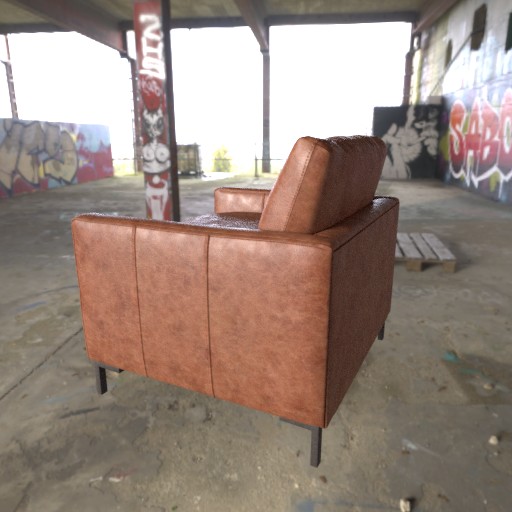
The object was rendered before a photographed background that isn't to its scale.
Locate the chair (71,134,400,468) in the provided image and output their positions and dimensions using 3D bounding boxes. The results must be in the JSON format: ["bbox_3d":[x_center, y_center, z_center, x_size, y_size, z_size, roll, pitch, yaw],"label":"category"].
[{"bbox_3d":[0.000,0.000,1.646,0.862,0.869,0.967,7,17,26],"label":"chair"}]
